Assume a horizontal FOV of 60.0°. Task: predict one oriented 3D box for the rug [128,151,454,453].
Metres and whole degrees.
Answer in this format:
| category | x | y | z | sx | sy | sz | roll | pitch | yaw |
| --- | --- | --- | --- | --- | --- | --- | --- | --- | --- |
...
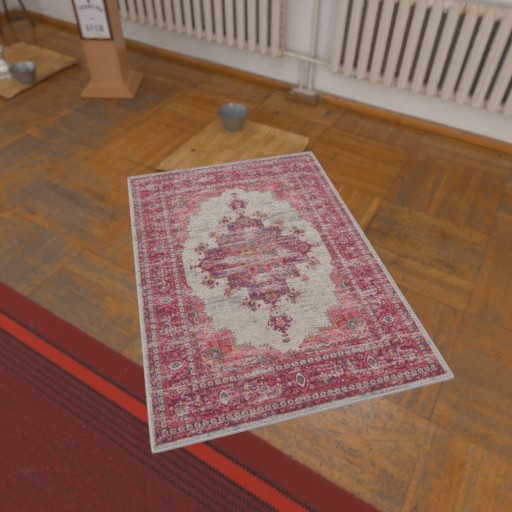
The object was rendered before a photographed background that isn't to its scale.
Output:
| category | x | y | z | sx | sy | sz | roll | pitch | yaw |
| --- | --- | --- | --- | --- | --- | --- | --- | --- | --- |
| rug | 0.000 | 0.000 | 2.916 | 1.555 | 0.011 | 2.232 | -10 | 46 | -10 |
